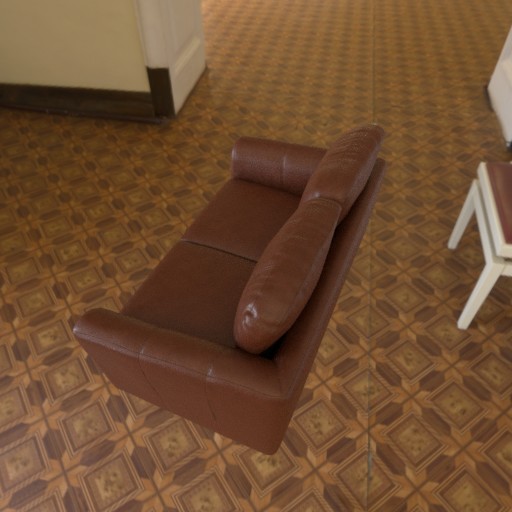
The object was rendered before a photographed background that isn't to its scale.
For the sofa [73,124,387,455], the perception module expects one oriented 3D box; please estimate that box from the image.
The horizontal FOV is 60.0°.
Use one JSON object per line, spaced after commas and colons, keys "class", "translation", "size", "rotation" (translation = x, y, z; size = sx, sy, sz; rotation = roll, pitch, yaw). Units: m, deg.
{"class": "sofa", "translation": [0.000, 0.000, 1.937], "size": [0.805, 0.906, 1.406], "rotation": [17, 48, 16]}
